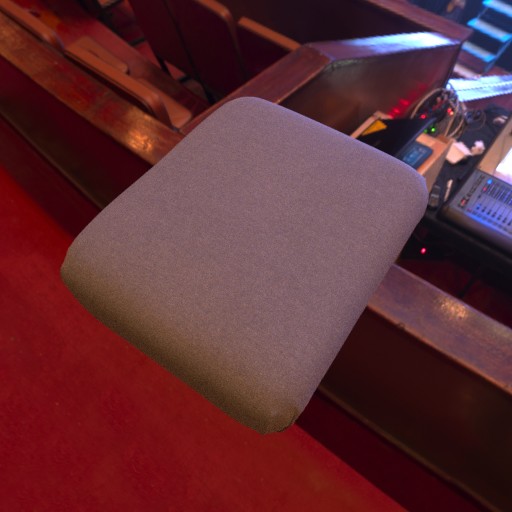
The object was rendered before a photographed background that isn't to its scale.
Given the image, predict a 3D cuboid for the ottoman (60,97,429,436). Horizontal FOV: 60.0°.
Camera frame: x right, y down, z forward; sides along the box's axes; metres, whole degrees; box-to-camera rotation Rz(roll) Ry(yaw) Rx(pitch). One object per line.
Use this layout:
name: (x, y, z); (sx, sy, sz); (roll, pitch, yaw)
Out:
ottoman: (0.000, 0.000, 1.157); (0.622, 0.450, 0.747); (30, 62, 18)
